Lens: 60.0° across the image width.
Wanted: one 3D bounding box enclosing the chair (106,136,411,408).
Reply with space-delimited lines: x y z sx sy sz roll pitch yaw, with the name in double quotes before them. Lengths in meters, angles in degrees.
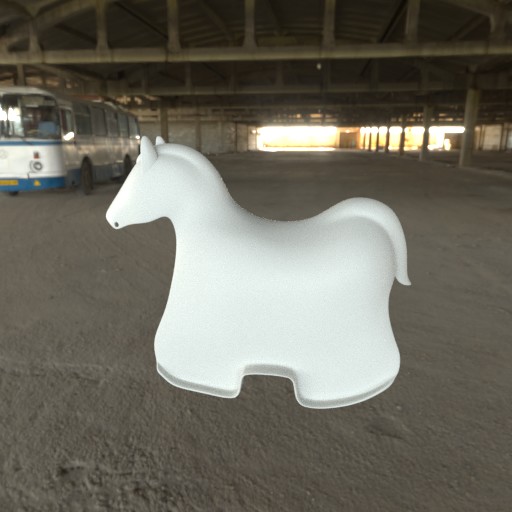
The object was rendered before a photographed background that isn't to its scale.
"chair" 0.000 0.000 1.170 0.800 0.612 0.429 2 15 8
